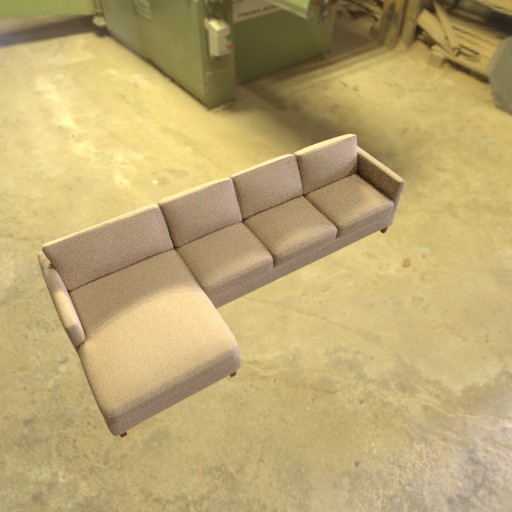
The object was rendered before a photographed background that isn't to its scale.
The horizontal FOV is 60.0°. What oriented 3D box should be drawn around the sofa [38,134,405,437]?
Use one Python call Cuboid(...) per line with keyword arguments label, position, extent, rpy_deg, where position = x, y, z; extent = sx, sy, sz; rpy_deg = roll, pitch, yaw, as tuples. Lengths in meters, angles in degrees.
Cuboid(label="sofa", position=(0.000, 0.000, 3.799), extent=(3.201, 0.876, 1.502), rpy_deg=(-24, 51, -21))
